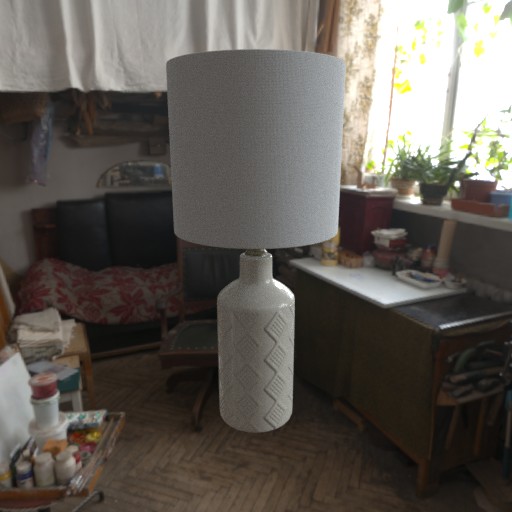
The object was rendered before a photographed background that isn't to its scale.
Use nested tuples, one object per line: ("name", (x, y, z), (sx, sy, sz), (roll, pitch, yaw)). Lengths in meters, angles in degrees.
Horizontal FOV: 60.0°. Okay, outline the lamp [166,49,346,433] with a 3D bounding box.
("lamp", (0.000, 0.000, 0.578), (0.207, 0.461, 0.207), (7, 17, 25))
